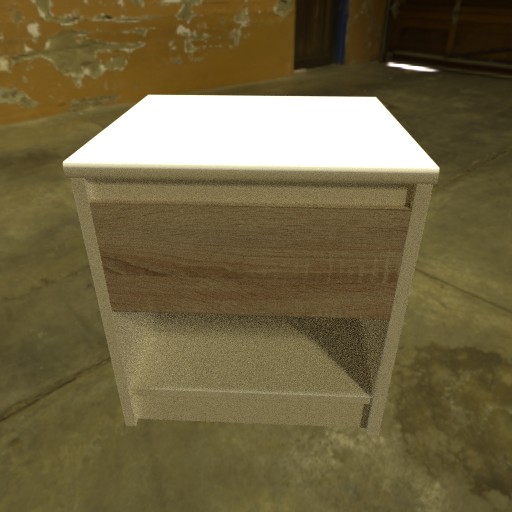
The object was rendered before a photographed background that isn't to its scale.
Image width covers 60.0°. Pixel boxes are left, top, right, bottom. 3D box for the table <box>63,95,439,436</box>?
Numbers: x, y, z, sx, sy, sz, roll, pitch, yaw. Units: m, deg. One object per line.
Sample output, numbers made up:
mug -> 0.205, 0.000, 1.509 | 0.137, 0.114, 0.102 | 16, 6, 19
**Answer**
table -> 0.000, 0.000, 0.772 | 0.420, 0.460, 0.380 | 1, 31, 2
